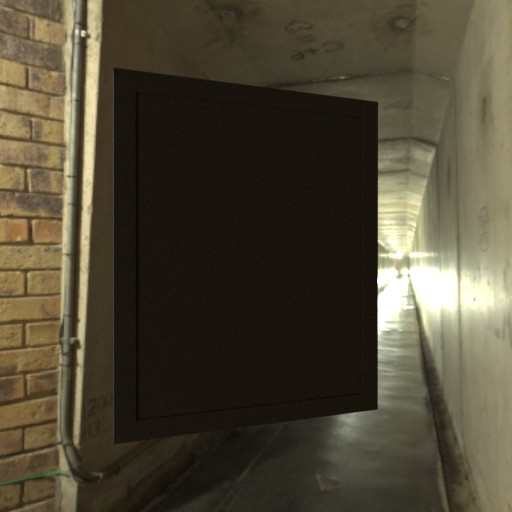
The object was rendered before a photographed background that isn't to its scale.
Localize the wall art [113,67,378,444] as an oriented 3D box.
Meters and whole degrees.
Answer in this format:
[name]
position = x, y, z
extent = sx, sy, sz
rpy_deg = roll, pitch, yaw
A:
[wall art]
position = 0.000, 0.000, 0.746
extent = 0.457, 0.559, 0.033
rpy_deg = 0, 0, -19
